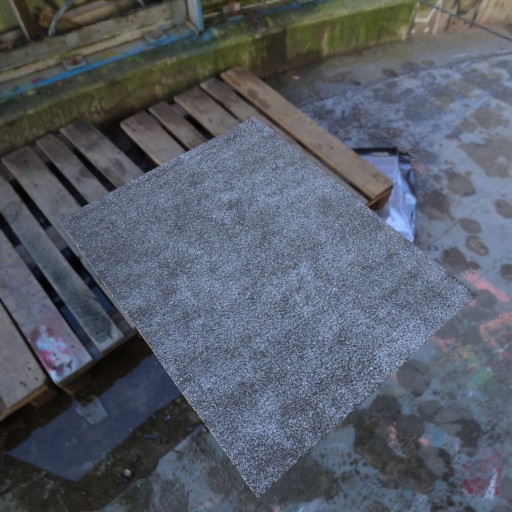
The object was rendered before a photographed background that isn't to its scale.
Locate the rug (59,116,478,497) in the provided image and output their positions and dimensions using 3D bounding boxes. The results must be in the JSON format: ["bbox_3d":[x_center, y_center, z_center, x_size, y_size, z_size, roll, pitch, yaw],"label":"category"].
[{"bbox_3d":[0.000,0.000,3.978,2.401,0.025,3.000,-34,62,-21],"label":"rug"}]
